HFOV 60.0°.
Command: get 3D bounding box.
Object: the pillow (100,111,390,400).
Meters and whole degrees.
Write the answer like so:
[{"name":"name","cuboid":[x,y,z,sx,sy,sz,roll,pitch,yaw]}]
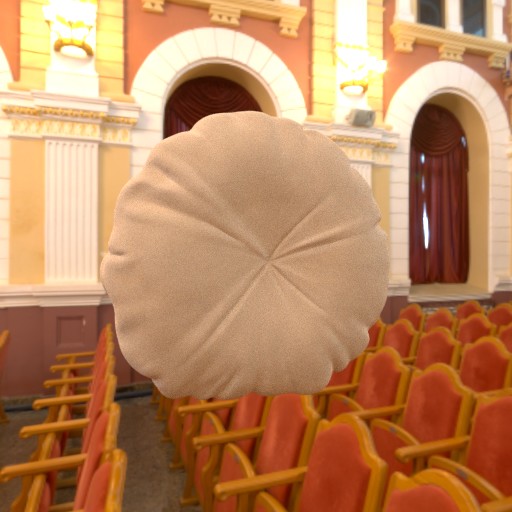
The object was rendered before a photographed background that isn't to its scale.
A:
[{"name":"pillow","cuboid":[0.000,0.000,0.644,0.428,0.407,0.148,0,-1,-18]}]
